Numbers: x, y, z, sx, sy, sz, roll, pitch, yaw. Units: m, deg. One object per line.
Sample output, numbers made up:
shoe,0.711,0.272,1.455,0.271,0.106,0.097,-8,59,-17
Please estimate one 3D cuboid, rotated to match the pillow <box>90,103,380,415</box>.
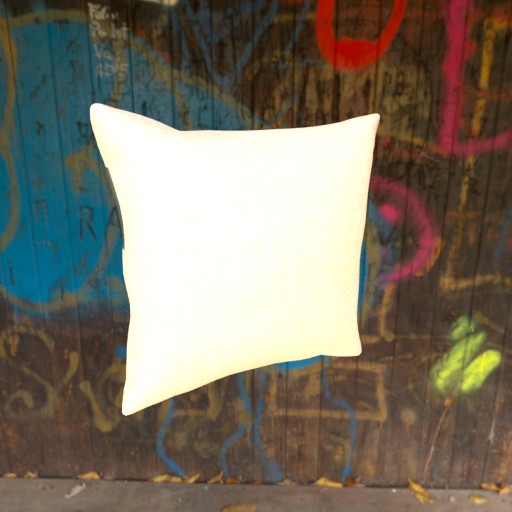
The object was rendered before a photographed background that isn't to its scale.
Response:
pillow,0.000,0.000,0.633,0.414,0.399,0.173,-7,16,-25
